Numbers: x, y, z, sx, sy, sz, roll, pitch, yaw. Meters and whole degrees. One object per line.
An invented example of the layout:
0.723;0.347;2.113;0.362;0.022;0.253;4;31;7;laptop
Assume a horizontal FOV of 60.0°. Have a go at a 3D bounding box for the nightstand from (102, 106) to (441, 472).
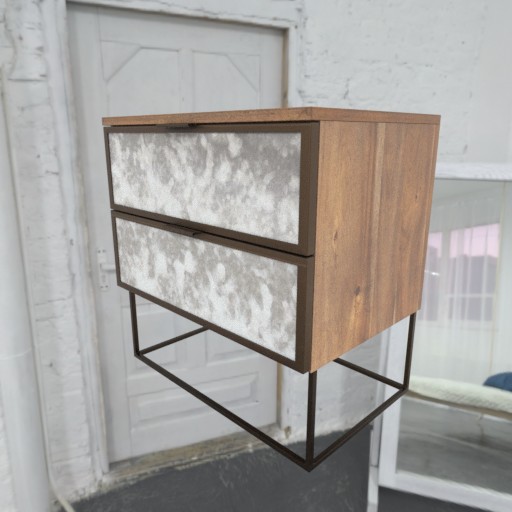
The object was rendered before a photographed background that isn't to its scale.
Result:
0.000;0.000;1.015;0.427;0.611;0.605;-15;21;-43;nightstand
